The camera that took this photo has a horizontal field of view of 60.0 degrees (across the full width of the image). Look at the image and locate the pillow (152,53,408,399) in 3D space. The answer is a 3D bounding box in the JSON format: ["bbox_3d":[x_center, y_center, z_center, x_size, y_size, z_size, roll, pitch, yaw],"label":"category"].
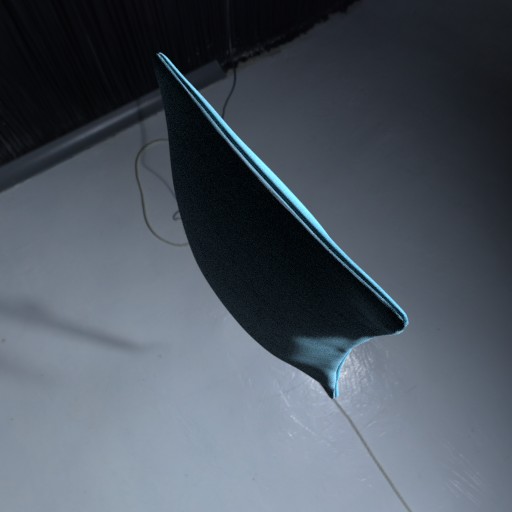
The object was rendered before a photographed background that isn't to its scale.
[{"bbox_3d":[0.000,0.000,0.643,0.151,0.415,0.433,-34,68,-15],"label":"pillow"}]
